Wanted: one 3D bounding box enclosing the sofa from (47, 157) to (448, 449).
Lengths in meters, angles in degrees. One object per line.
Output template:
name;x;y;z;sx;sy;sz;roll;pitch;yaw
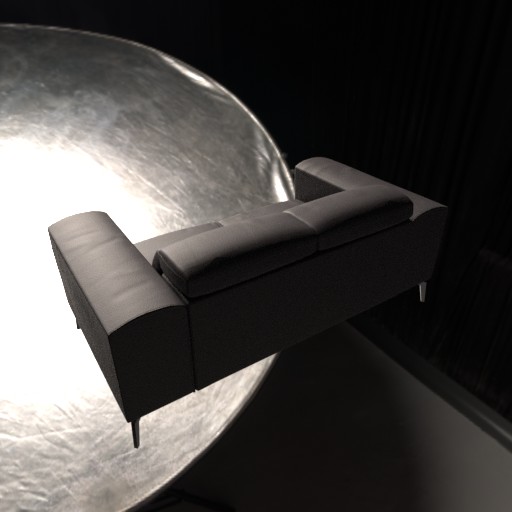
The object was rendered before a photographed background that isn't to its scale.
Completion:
sofa;0.000;0.000;2.423;1.895;0.779;1.003;-19;36;-28
